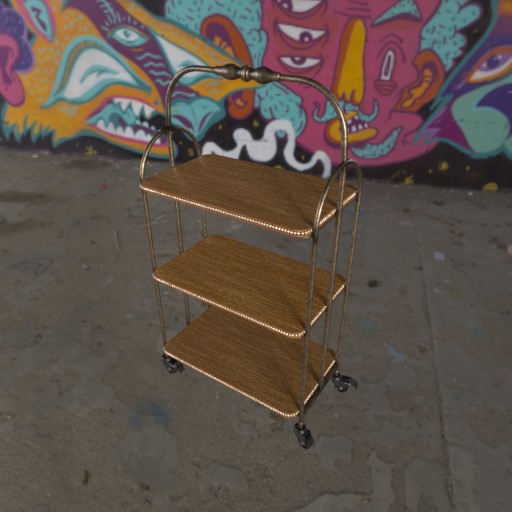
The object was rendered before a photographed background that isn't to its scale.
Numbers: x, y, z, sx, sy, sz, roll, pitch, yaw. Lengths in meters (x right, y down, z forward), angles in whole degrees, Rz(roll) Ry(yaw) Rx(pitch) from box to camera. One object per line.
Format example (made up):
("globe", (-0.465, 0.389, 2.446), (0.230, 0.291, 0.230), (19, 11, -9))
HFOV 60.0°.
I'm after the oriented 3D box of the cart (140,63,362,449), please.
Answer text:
("cart", (0.000, 0.000, 1.322), (0.650, 1.052, 0.330), (19, 36, 28))
